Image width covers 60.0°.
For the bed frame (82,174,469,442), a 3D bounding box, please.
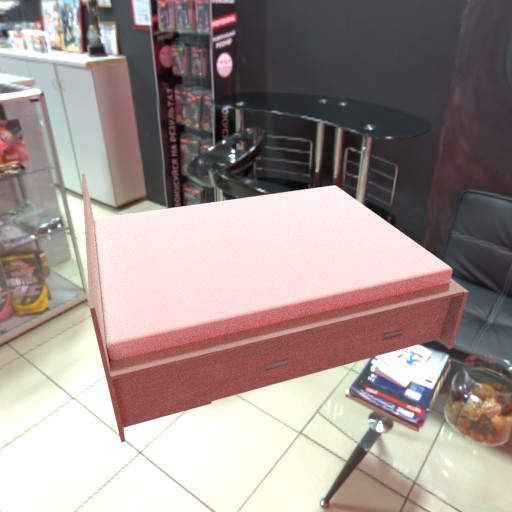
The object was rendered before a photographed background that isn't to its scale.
[{"bbox_3d":[0.000,0.000,2.874,1.960,0.800,1.622,-10,32,-17],"label":"bed frame"}]
